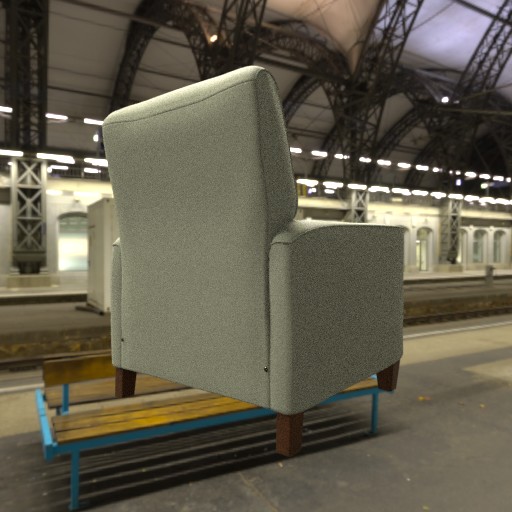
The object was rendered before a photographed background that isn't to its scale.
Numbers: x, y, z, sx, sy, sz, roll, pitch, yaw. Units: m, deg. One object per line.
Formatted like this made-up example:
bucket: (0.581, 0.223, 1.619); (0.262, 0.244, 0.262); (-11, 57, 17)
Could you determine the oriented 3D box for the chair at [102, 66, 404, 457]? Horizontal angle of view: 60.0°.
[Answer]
chair: (0.000, 0.000, 1.610); (0.853, 1.007, 0.846); (1, 1, 39)
